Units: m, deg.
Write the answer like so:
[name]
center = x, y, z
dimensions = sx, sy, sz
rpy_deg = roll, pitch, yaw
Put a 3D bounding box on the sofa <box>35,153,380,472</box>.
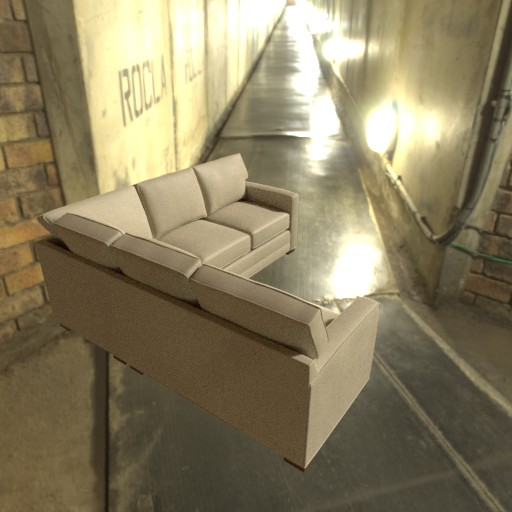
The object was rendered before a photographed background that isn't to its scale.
[sofa]
center = 0.000, 0.000, 3.368
dimensions = 2.182, 0.939, 2.189
rpy_deg = 18, 32, 32
